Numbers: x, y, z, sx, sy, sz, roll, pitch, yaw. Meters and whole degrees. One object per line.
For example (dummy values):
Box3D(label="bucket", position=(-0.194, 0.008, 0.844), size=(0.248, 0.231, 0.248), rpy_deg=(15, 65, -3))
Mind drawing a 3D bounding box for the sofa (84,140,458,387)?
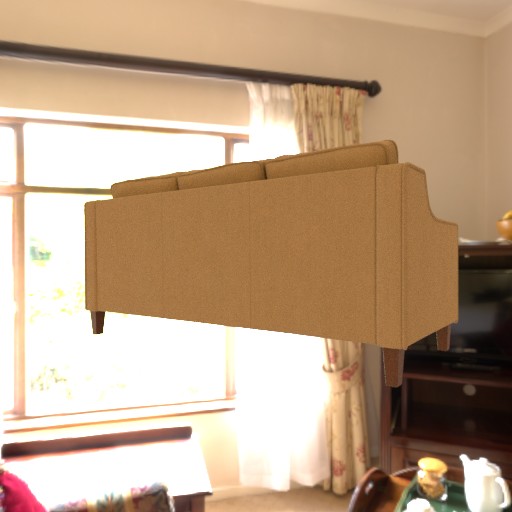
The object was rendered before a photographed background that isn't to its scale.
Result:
Box3D(label="sofa", position=(0.000, 0.000, 2.541), size=(1.986, 0.974, 0.911), rpy_deg=(0, 0, 36))
